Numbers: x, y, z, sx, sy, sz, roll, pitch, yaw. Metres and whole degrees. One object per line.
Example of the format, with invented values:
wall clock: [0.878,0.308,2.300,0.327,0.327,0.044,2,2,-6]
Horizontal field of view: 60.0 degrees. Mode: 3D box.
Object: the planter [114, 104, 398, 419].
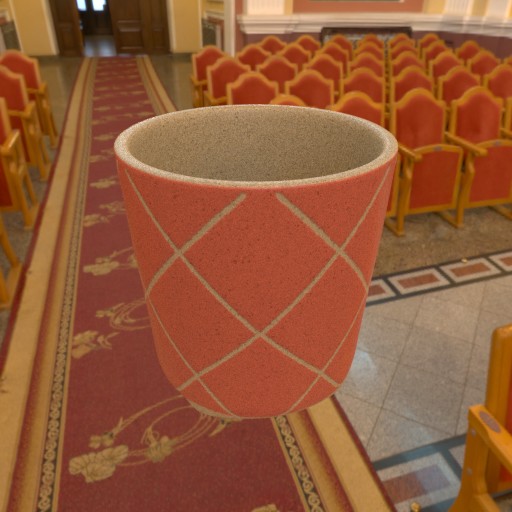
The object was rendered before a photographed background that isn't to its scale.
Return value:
planter: [0.000,0.000,0.426,0.227,0.235,0.227,0,31,0]
